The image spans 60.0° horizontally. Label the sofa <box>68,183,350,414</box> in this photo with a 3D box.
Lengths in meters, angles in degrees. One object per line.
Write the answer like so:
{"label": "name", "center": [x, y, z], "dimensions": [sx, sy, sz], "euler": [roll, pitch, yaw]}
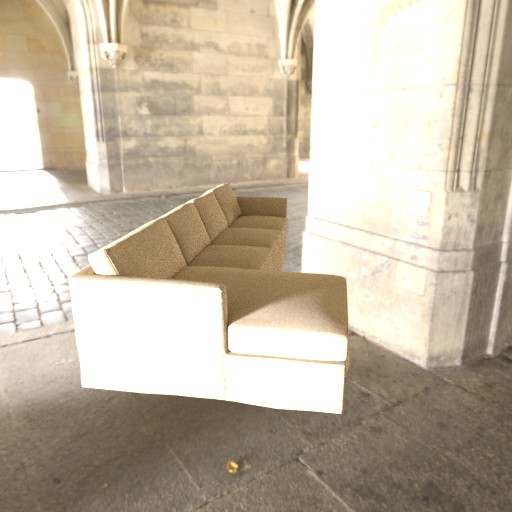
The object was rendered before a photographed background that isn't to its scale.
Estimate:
{"label": "sofa", "center": [0.000, 0.000, 3.964], "dimensions": [1.650, 0.922, 3.205], "euler": [3, 17, 10]}
